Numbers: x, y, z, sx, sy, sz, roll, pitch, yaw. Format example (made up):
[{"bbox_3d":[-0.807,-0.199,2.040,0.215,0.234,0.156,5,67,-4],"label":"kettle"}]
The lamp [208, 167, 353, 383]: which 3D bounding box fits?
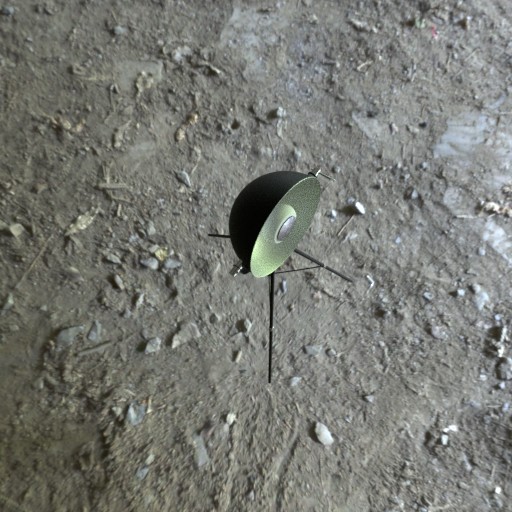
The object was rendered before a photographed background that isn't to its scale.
[{"bbox_3d":[0.000,0.000,2.056,0.920,1.512,0.817,37,78,9],"label":"lamp"}]
